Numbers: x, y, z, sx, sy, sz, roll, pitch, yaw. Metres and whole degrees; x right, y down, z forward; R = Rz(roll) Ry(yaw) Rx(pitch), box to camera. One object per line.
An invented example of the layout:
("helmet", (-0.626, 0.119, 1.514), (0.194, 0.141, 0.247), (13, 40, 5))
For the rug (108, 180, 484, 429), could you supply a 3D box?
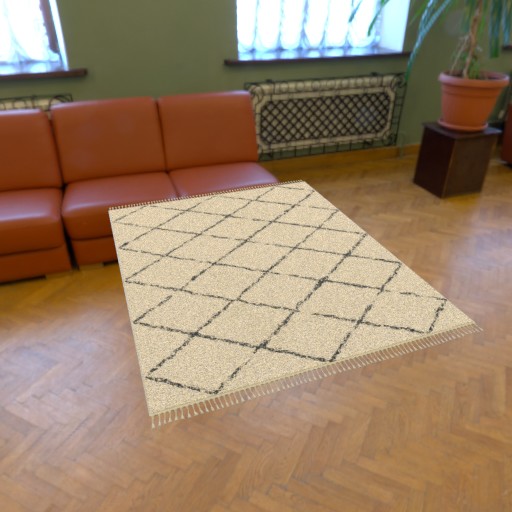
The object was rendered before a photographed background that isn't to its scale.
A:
("rug", (0.000, 0.000, 4.056), (2.380, 0.013, 3.051), (-11, 33, -17))
